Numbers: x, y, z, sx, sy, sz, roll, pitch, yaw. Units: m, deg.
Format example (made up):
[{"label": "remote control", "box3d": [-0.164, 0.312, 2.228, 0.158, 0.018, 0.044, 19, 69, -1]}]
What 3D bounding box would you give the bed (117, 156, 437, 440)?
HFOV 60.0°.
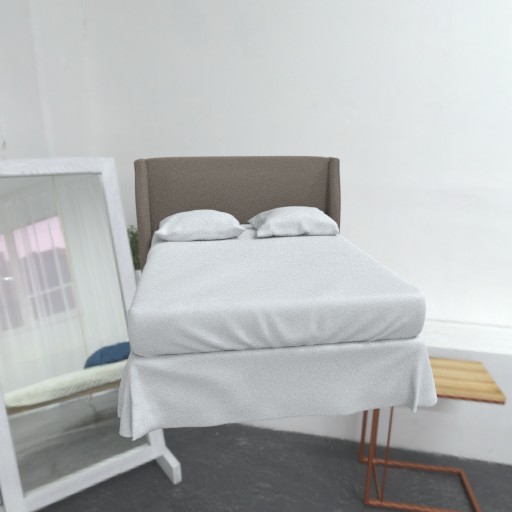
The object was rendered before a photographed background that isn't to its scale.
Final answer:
[{"label": "bed", "box3d": [0.000, 0.000, 3.306, 1.925, 1.332, 2.276, -2, 16, -8]}]
